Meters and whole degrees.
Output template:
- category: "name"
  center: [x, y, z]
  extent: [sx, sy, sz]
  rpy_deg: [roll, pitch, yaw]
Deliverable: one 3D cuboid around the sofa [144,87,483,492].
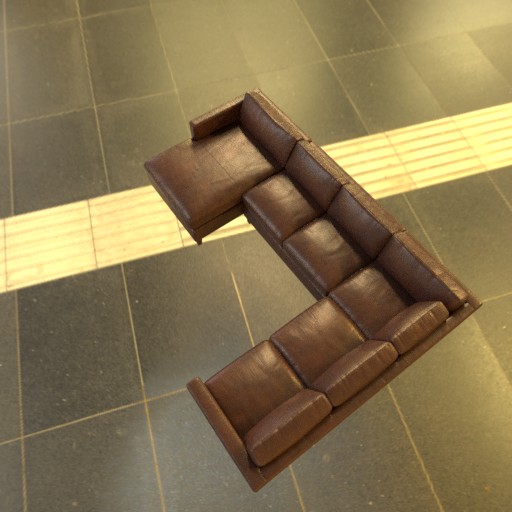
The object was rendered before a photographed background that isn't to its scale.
- category: "sofa"
  center: [0.000, 0.000, 4.369]
  extent: [2.452, 0.891, 3.324]
  rpy_deg: [-33, 66, -16]
